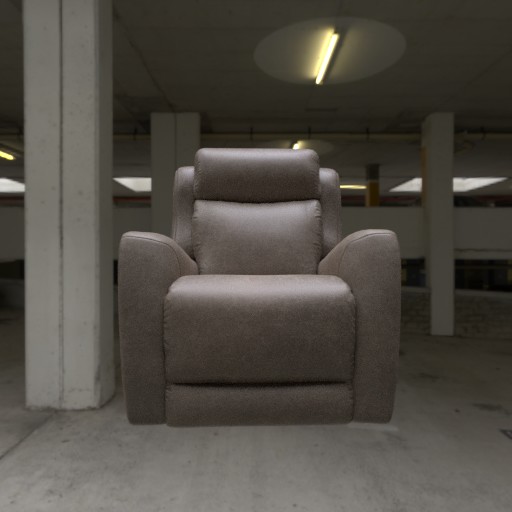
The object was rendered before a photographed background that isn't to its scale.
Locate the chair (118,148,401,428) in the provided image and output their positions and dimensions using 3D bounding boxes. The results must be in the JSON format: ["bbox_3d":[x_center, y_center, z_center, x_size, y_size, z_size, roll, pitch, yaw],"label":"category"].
[{"bbox_3d":[0.000,0.000,1.935,0.967,1.116,1.068,0,1,0],"label":"chair"}]
